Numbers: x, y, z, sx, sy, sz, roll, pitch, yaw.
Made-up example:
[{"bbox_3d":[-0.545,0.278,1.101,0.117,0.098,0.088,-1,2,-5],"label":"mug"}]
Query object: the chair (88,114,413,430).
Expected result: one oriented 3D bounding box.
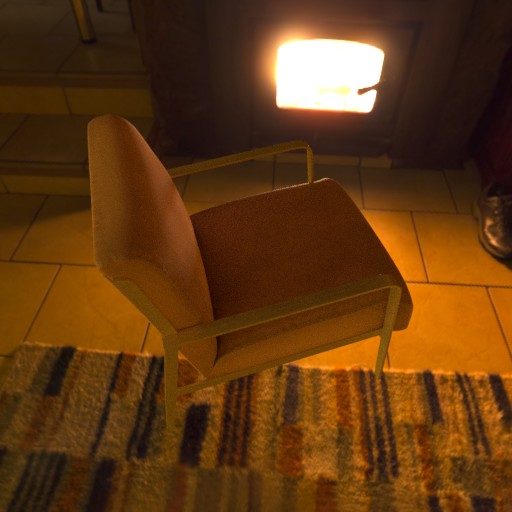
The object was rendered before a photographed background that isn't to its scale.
[{"bbox_3d":[0.000,0.000,1.454,0.848,0.823,0.701,-12,48,-11],"label":"chair"}]
